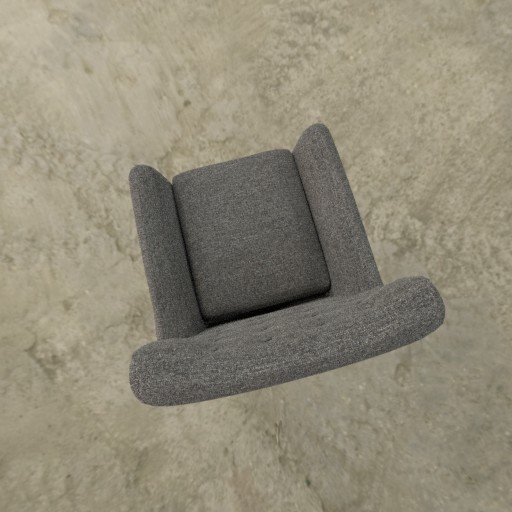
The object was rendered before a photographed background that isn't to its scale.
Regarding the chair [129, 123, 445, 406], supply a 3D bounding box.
[{"bbox_3d":[0.000,0.000,1.751,0.889,1.039,0.940,-14,77,-3],"label":"chair"}]
